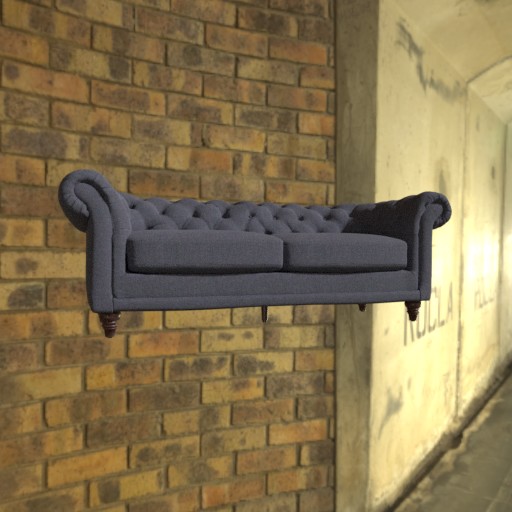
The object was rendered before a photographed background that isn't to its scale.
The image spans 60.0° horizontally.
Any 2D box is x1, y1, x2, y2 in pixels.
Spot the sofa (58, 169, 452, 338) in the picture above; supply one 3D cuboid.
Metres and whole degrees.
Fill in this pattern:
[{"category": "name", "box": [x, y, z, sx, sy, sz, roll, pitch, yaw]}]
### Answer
[{"category": "sofa", "box": [0.000, 0.000, 2.913, 2.335, 0.836, 1.046, 0, -1, -19]}]
